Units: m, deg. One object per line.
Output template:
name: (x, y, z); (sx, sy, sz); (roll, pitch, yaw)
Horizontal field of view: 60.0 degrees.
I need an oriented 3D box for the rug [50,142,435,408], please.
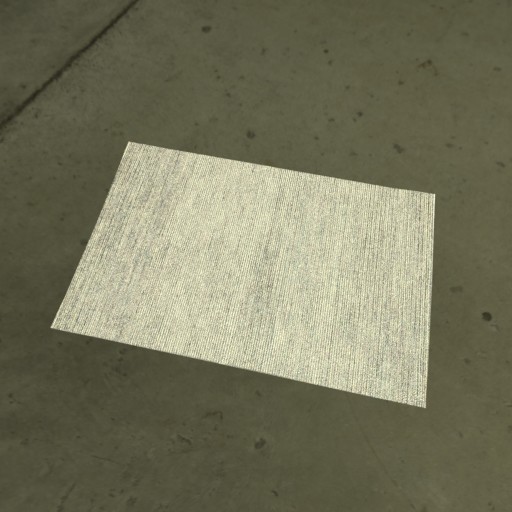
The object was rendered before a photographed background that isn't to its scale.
rug: (0.000, 0.000, 2.288); (1.789, 0.021, 1.159); (11, 65, 5)
